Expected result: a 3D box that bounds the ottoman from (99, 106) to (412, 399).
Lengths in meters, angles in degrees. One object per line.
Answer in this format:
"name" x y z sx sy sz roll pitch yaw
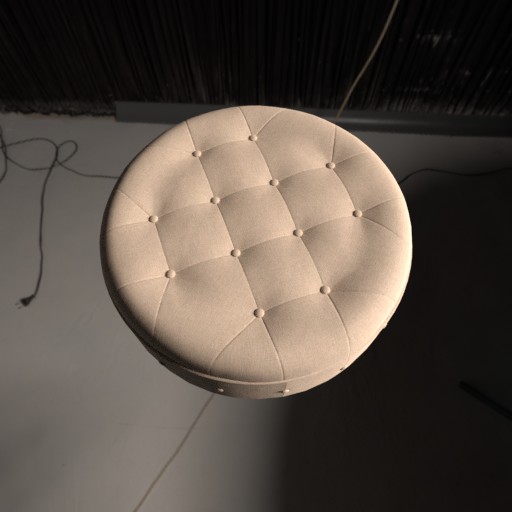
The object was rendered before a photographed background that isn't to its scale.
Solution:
"ottoman" 0.000 0.000 1.371 0.848 0.494 0.848 0 63 0
